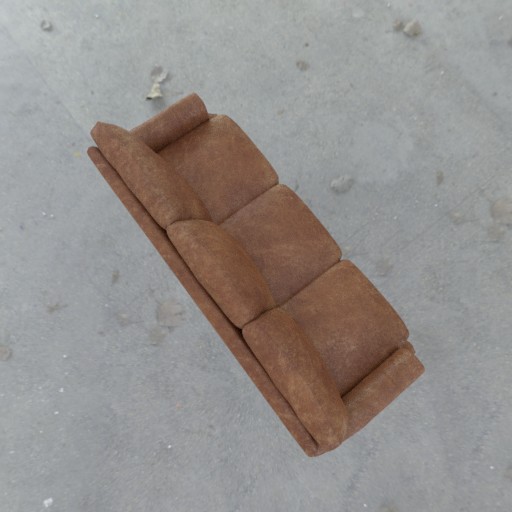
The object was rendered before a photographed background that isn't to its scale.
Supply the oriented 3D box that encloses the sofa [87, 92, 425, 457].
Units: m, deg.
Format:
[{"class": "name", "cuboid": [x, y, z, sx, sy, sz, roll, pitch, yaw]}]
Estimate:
[{"class": "sofa", "cuboid": [0.000, 0.000, 2.839, 0.973, 0.977, 2.351, -36, 78, -9]}]
